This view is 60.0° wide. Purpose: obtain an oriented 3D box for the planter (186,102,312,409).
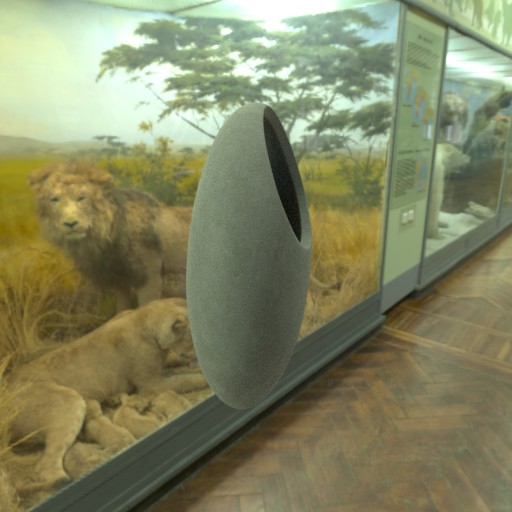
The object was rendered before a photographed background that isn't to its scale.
[{"bbox_3d":[0.000,0.000,0.287,0.071,0.188,0.185,3,17,9],"label":"planter"}]
